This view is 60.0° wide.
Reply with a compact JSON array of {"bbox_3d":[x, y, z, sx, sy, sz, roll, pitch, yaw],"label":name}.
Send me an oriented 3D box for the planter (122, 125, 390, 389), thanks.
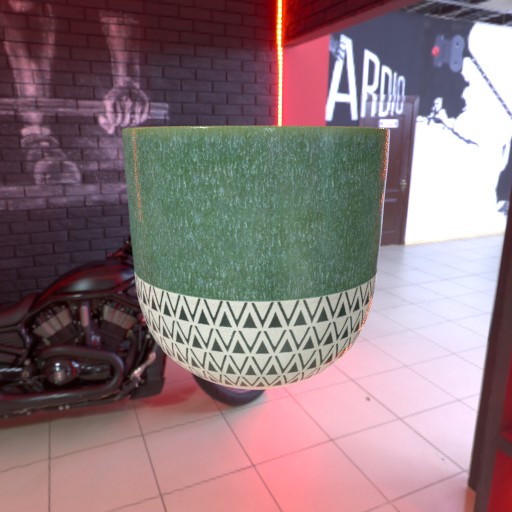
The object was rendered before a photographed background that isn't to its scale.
[{"bbox_3d":[0.000,0.000,0.492,0.266,0.270,0.266,0,15,0],"label":"planter"}]
